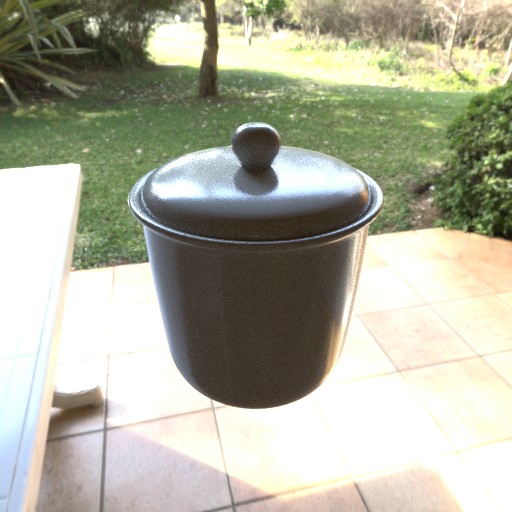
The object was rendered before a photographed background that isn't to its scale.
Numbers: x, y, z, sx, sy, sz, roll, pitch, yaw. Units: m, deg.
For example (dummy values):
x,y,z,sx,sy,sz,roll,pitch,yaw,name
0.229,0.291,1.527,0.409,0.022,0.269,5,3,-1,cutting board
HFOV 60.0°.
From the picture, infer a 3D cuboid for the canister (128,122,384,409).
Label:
x,y,z,sx,sy,sz,roll,pitch,yaw,name
0.000,0.000,0.353,0.182,0.208,0.182,0,30,0,canister
